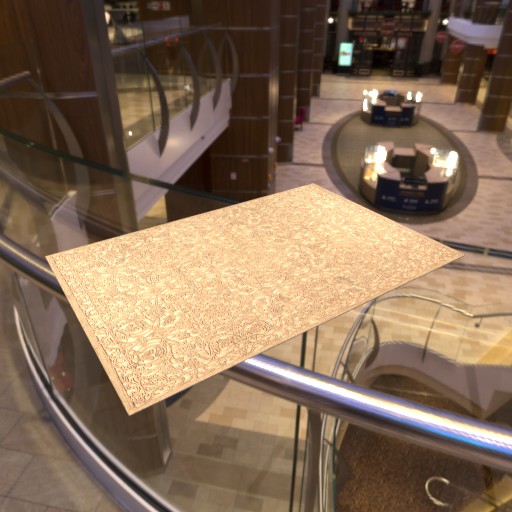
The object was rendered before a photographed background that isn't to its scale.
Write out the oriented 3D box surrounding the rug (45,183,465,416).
[{"bbox_3d":[0.000,0.000,2.318,1.827,0.006,1.221,-19,36,-29],"label":"rug"}]
